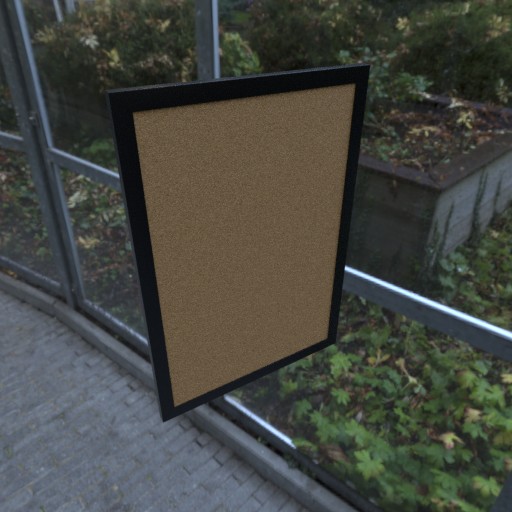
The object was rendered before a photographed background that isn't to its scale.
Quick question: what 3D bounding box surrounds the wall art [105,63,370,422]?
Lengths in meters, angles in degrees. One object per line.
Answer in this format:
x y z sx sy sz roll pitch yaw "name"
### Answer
0.000 0.000 0.858 0.462 0.656 0.019 -18 36 -26 "wall art"
